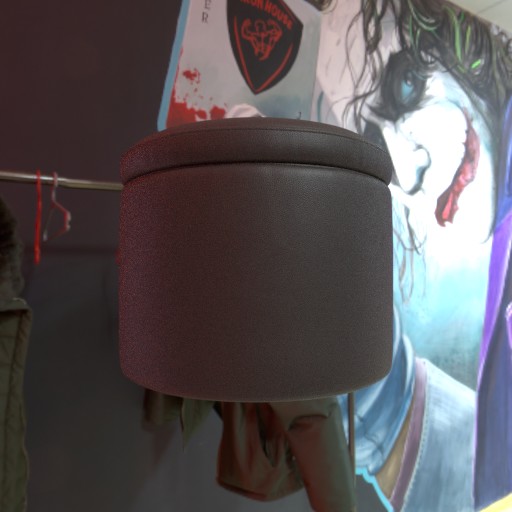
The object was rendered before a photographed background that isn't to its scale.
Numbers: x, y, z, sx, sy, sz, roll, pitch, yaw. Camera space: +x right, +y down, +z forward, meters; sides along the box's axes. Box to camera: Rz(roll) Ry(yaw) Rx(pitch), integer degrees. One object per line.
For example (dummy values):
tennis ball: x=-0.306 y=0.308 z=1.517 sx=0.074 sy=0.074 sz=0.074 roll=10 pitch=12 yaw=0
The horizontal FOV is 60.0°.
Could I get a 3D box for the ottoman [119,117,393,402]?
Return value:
ottoman: x=0.000 y=0.000 z=0.844 sx=0.500 sy=0.409 sz=0.500 roll=0 pitch=-1 yaw=0
